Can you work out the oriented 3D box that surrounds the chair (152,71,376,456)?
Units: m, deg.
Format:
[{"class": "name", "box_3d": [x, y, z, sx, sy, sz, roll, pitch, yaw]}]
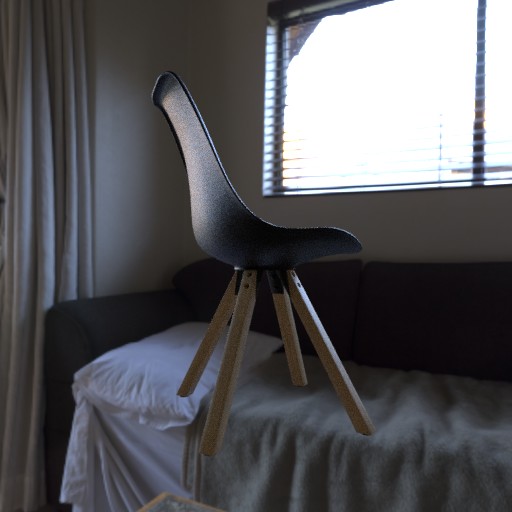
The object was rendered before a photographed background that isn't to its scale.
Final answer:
[{"class": "chair", "box_3d": [0.000, 0.000, 1.202, 0.549, 0.850, 0.485, 0, 0, -17]}]
